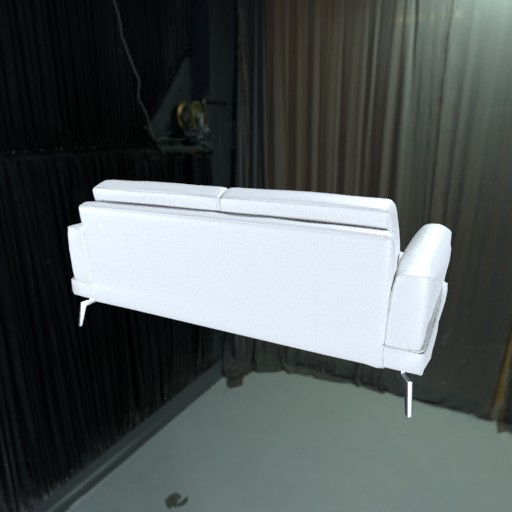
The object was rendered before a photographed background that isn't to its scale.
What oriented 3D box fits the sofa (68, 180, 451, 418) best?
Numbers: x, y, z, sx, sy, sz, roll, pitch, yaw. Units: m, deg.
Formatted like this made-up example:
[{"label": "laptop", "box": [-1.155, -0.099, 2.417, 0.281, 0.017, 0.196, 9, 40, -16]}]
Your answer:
[{"label": "sofa", "box": [0.000, 0.000, 2.741, 2.177, 0.930, 1.121, 8, 18, 26]}]
